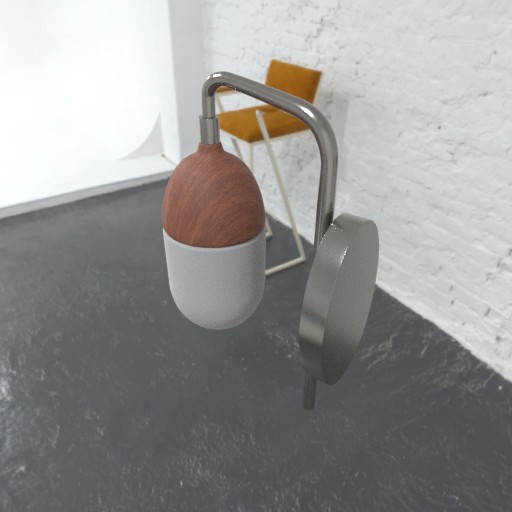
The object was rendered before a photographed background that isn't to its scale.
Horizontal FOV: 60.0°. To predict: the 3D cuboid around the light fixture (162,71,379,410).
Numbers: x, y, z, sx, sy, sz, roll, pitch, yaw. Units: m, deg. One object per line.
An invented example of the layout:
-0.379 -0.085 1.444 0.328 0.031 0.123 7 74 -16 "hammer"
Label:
0.000 0.000 0.448 0.216 0.343 0.108 21 37 30 "light fixture"
